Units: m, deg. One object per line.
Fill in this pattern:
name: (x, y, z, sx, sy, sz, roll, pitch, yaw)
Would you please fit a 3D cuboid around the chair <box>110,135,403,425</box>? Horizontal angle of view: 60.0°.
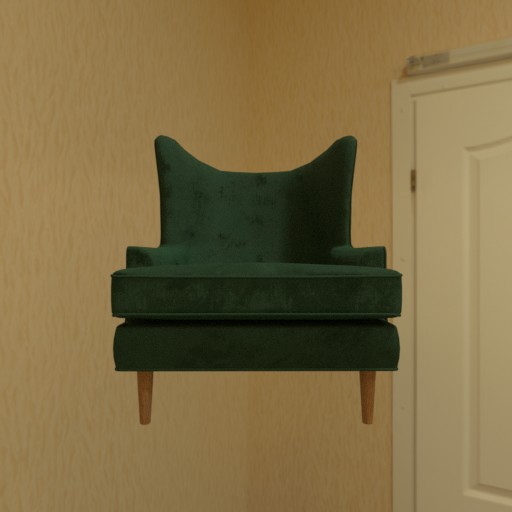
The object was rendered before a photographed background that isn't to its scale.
chair: (0.000, 0.000, 1.611, 0.793, 0.952, 0.910, 0, 0, 0)
